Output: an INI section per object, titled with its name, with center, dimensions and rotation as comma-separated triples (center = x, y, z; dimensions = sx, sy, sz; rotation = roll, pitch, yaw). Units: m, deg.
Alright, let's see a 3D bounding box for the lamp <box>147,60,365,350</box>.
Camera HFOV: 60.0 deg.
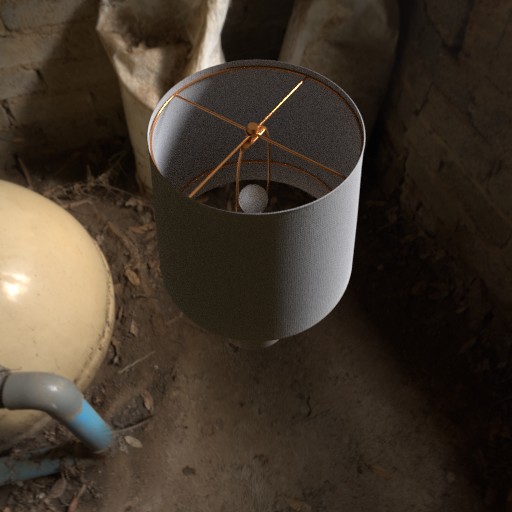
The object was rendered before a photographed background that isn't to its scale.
[lamp]
center = 0.000, 0.000, 0.449
dimensions = 0.189, 0.340, 0.189
rotation = 0, 59, 0
